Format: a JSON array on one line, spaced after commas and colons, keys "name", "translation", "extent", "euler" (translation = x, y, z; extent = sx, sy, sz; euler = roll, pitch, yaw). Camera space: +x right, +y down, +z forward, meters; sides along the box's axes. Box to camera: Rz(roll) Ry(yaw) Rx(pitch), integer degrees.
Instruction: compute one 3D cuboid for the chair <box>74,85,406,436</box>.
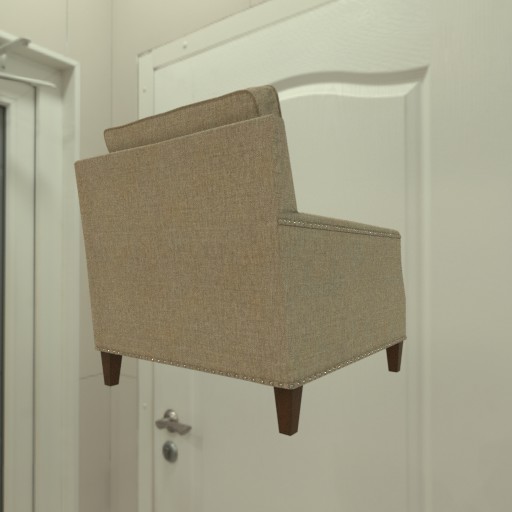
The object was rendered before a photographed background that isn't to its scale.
[{"name": "chair", "translation": [0.000, 0.000, 1.700], "extent": [0.853, 0.943, 1.014], "euler": [0, -1, 36]}]
